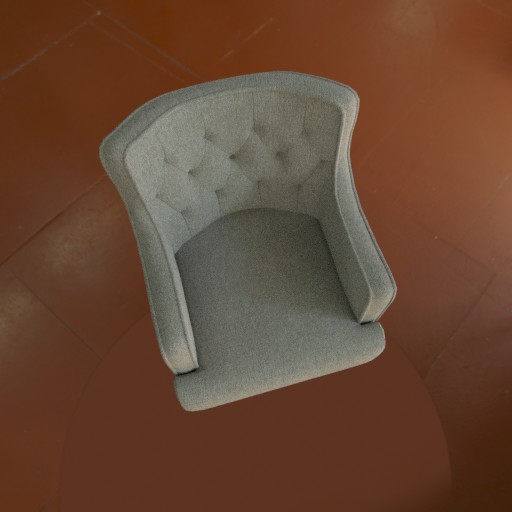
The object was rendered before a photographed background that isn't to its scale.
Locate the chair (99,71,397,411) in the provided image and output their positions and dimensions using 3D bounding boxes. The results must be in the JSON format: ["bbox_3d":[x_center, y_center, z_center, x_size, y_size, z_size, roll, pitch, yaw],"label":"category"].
[{"bbox_3d":[0.000,0.000,1.629,0.820,0.920,0.910,-14,66,-6],"label":"chair"}]
